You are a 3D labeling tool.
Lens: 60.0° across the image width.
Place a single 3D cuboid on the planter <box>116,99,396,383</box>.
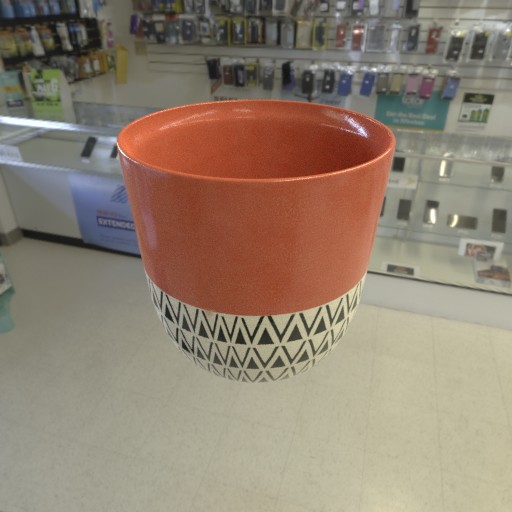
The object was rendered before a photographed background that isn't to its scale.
[{"bbox_3d":[0.000,0.000,0.375,0.195,0.214,0.195,0,32,0],"label":"planter"}]
